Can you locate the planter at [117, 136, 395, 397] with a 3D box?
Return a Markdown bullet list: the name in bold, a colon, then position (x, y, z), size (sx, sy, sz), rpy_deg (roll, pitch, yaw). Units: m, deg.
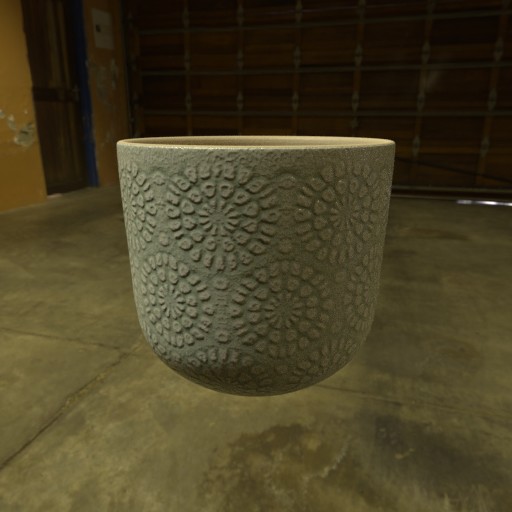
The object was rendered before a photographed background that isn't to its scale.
- **planter**: position (0.000, 0.000, 0.302), size (0.169, 0.153, 0.169), rpy_deg (0, 17, 0)
